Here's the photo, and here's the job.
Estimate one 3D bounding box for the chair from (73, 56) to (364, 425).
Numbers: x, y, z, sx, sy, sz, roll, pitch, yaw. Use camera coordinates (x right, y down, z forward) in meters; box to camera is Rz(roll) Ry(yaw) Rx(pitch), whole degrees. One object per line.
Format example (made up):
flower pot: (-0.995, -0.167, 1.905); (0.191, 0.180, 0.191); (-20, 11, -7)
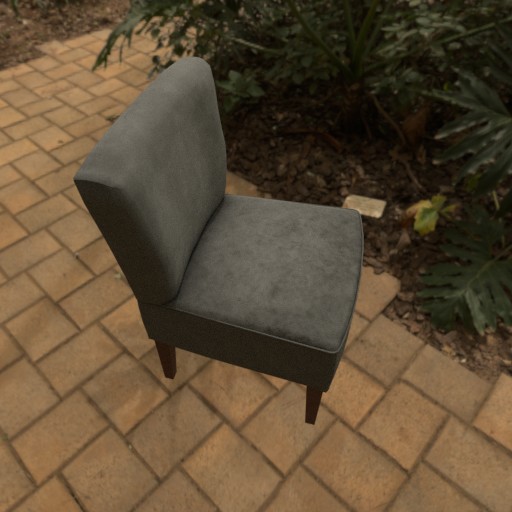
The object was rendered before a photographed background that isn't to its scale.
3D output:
chair: (0.000, 0.000, 1.169); (0.554, 0.806, 0.521); (11, 48, 10)
